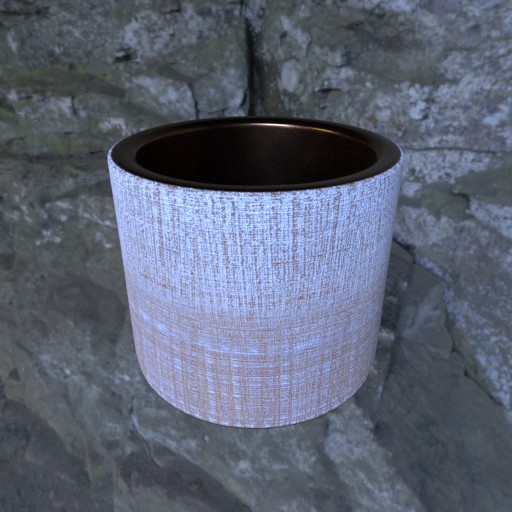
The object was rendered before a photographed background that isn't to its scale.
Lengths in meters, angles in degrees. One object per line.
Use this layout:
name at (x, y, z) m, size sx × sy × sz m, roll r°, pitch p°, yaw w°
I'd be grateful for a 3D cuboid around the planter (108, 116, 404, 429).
planter at (0.000, 0.000, 0.188) m, size 0.109 × 0.096 × 0.109 m, roll 0°, pitch 28°, yaw 0°
